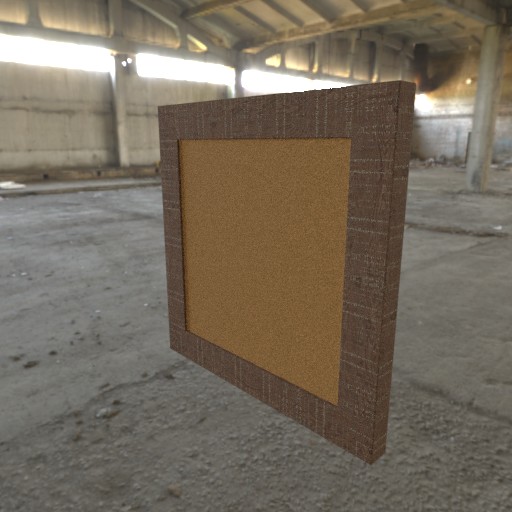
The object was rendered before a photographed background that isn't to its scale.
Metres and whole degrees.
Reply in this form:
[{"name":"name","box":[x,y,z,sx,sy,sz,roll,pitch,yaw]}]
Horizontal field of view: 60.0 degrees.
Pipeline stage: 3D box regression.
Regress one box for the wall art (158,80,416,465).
[{"name":"wall art","box":[0.000,0.000,0.785,0.040,0.531,0.531,-13,19,-42]}]
